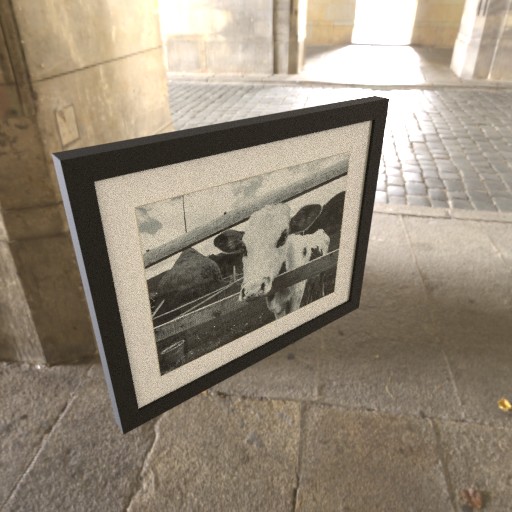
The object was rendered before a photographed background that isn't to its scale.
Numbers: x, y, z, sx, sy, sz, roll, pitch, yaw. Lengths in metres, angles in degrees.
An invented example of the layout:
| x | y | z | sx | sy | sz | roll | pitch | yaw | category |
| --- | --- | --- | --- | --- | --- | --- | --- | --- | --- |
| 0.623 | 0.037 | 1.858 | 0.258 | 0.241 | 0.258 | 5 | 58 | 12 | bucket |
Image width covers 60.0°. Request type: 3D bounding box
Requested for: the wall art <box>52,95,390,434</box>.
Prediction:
| x | y | z | sx | sy | sz | roll | pitch | yaw | category |
| --- | --- | --- | --- | --- | --- | --- | --- | --- | --- |
| 0.000 | 0.000 | 0.545 | 0.404 | 0.329 | 0.024 | -21 | 36 | -31 | wall art |
